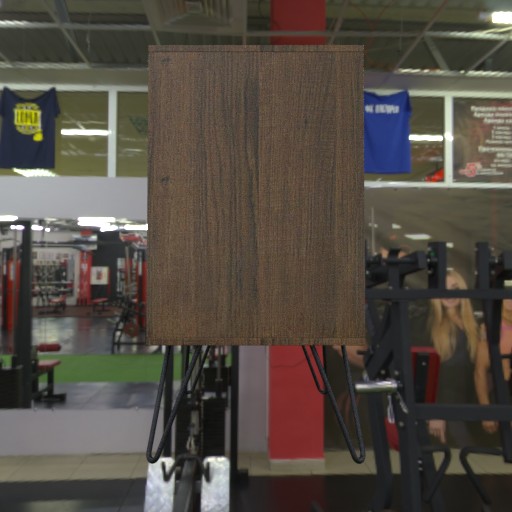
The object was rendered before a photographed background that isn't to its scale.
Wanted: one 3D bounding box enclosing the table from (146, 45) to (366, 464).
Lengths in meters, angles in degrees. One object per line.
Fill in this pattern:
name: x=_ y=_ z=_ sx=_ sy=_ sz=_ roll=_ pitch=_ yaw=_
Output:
table: x=0.000 y=0.000 z=1.172 sx=0.457 sy=0.866 sz=0.526 roll=0 pitch=-2 yaw=0
